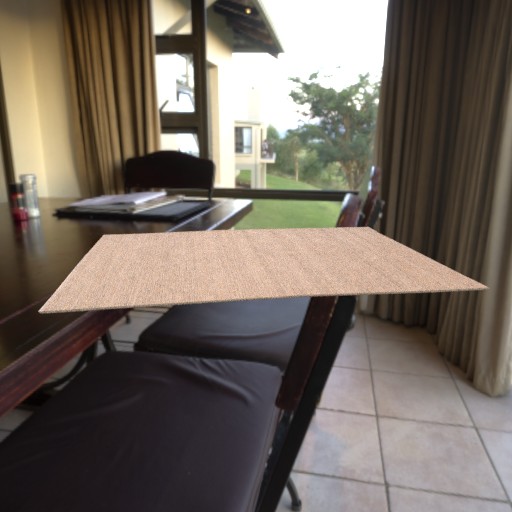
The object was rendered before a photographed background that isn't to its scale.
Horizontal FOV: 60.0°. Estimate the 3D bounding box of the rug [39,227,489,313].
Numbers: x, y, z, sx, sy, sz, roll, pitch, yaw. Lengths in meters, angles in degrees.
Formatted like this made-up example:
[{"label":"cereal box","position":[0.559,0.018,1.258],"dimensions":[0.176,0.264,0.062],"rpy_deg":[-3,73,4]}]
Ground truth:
[{"label":"rug","position":[0.000,0.000,2.961],"dimensions":[2.264,0.030,1.624],"rpy_deg":[-2,16,-8]}]
